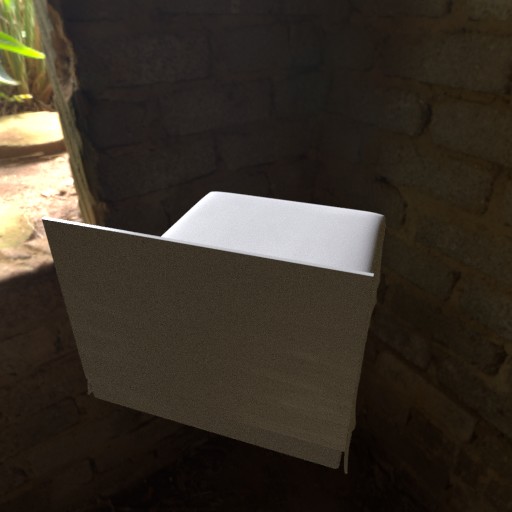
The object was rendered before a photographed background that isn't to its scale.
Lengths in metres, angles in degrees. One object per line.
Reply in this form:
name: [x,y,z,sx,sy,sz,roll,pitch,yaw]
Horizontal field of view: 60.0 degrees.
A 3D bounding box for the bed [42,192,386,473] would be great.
bed: [0.000,0.000,3.167,1.745,1.335,2.094,10,33,16]
